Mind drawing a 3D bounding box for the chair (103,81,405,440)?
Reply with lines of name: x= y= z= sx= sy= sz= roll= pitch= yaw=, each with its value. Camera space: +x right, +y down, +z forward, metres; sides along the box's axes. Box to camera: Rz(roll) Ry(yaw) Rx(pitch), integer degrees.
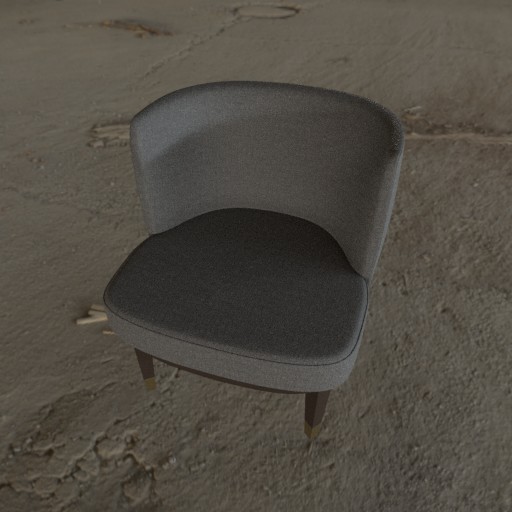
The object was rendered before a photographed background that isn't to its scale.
chair: x=0.000 y=0.000 z=1.197 sx=0.639 sy=0.695 sz=0.698 roll=12 pitch=41 yaw=13
